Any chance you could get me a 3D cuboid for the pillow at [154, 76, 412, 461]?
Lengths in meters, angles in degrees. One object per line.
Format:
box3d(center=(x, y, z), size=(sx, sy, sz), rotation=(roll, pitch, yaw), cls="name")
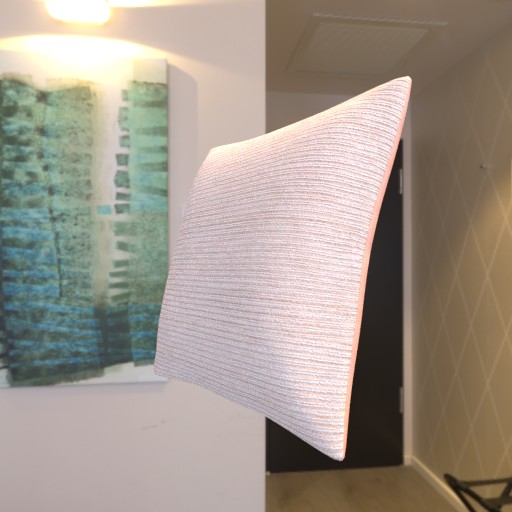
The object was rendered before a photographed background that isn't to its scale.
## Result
box3d(center=(0.000, 0.000, 0.627), size=(0.177, 0.401, 0.424), rotation=(0, -1, -37), cls="pillow")
